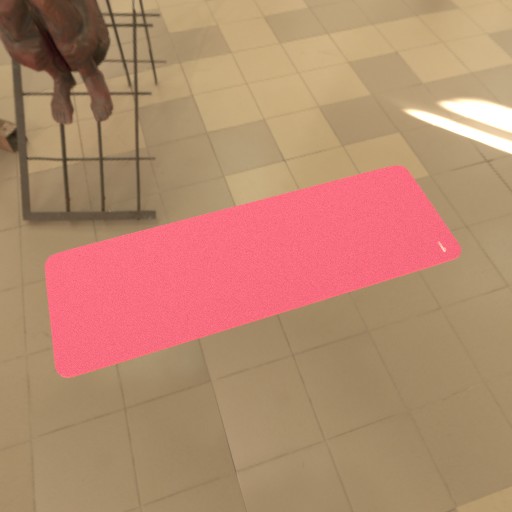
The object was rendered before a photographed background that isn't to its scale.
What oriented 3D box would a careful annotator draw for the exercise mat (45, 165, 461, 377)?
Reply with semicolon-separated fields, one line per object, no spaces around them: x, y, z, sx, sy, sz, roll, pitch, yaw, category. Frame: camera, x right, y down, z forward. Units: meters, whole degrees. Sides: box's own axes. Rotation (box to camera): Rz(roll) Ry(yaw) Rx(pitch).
0.000;0.000;2.075;1.884;0.021;0.616;-16;59;-10;exercise mat
